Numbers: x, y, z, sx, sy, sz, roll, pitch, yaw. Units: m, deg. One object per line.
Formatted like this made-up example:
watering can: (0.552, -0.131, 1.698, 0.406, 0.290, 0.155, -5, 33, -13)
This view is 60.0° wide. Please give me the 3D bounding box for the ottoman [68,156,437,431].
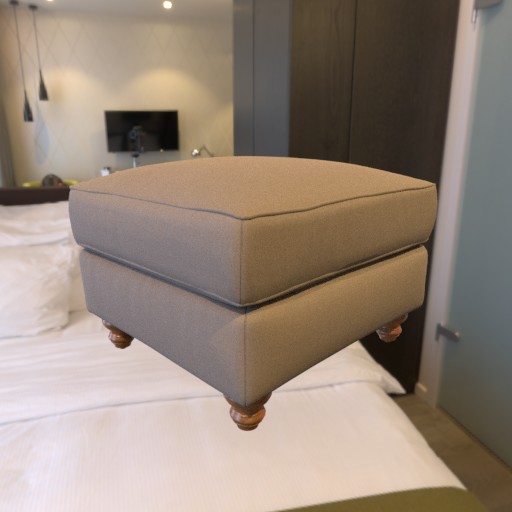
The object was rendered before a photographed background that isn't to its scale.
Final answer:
ottoman: (0.000, 0.000, 1.156, 0.662, 0.505, 0.721, 15, 21, 43)
